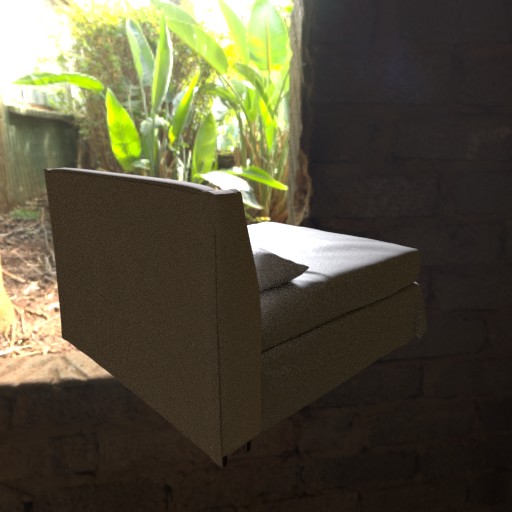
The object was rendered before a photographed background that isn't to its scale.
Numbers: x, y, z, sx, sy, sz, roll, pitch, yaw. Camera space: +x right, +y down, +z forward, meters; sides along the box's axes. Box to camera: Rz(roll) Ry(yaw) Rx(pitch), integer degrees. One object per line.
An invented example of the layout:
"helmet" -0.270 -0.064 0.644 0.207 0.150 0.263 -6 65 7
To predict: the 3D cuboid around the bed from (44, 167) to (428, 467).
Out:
"bed" 0.000 0.000 3.304 2.276 1.332 1.925 -14 20 -42
